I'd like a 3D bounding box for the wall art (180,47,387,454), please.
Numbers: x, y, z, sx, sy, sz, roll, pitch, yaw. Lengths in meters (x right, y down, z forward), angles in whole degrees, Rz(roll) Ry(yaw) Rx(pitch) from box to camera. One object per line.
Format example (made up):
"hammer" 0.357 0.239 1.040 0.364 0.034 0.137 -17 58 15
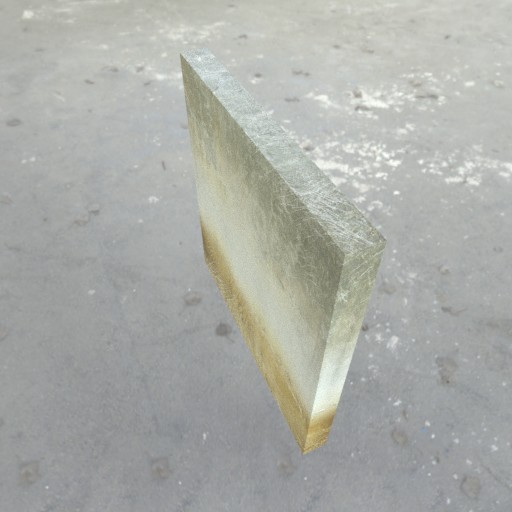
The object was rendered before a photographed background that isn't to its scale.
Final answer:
"wall art" 0.000 0.000 0.609 0.038 0.407 0.405 -18 49 -16
